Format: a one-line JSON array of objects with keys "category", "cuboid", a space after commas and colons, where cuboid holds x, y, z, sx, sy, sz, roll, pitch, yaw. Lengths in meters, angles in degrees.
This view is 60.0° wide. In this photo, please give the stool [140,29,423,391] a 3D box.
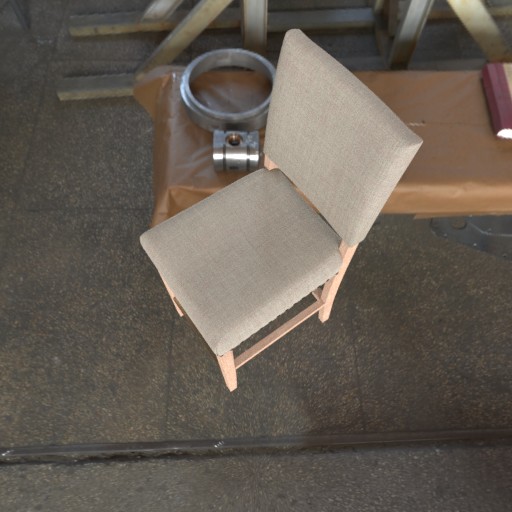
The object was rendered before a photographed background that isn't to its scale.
[{"category": "stool", "cuboid": [0.000, 0.000, 1.452, 0.585, 1.173, 0.445, -33, 68, -15]}]
